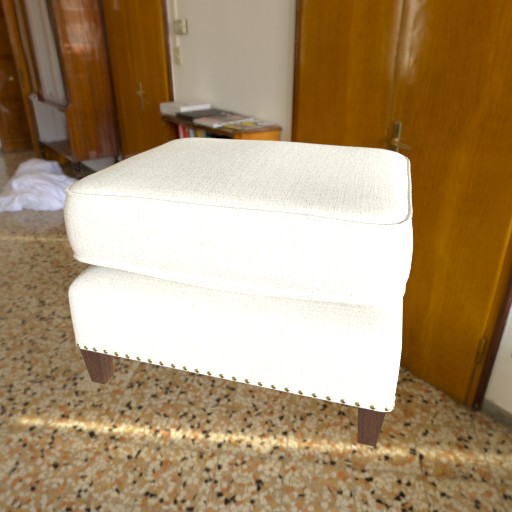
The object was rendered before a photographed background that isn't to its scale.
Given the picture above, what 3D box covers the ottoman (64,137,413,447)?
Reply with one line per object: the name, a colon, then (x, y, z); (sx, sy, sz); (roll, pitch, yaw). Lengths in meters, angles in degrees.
ottoman: (0.000, 0.000, 1.138); (0.738, 0.537, 0.589); (7, 27, 15)
